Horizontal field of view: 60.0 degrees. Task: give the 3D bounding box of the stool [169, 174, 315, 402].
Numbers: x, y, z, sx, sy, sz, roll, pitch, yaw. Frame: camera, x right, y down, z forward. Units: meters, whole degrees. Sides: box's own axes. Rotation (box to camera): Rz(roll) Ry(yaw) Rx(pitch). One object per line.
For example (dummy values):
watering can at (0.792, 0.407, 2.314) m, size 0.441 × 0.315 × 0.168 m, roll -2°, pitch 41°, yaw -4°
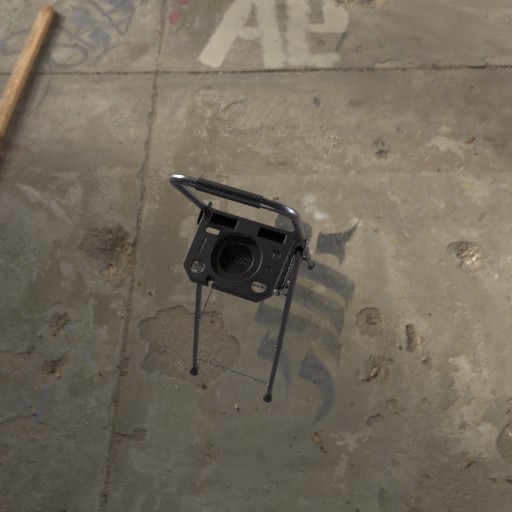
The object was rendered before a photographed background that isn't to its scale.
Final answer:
stool at (0.000, 0.000, 1.571) m, size 0.396 × 1.277 × 0.733 m, roll 17°, pitch 65°, yaw 9°
